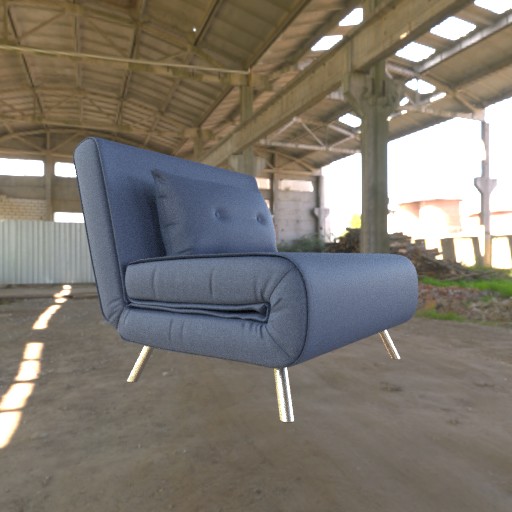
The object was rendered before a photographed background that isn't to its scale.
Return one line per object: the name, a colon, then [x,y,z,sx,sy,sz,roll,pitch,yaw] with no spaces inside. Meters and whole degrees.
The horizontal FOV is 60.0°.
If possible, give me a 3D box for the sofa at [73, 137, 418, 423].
sofa: [0.000,0.000,1.750,0.996,0.860,0.999,0,0,36]
